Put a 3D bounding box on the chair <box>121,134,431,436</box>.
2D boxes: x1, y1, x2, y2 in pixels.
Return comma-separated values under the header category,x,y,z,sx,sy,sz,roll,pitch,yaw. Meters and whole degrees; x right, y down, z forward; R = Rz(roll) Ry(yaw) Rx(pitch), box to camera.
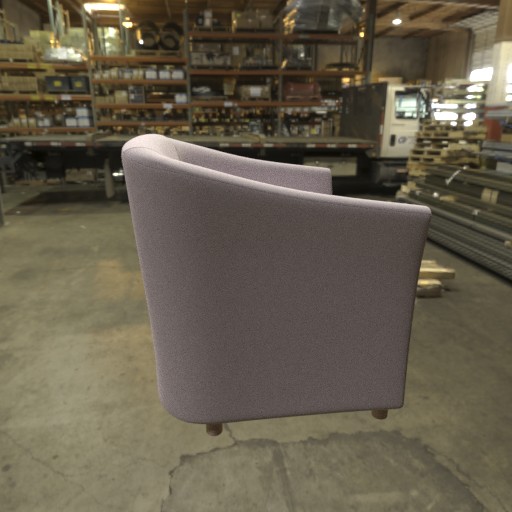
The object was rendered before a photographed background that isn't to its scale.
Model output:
category,x,y,z,sx,sy,sz,roll,pitch,yaw
chair,0.000,0.000,1.369,0.700,0.720,0.790,-3,18,-8
